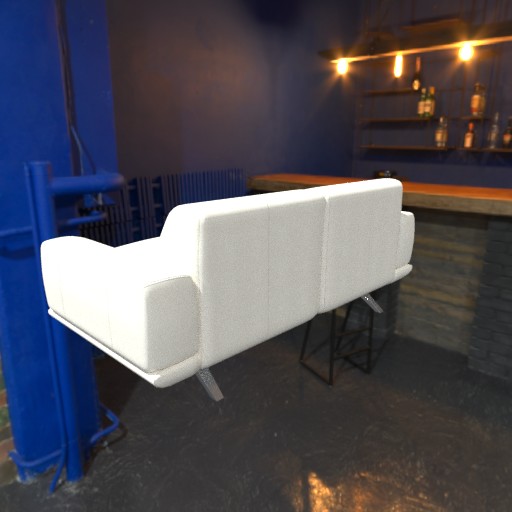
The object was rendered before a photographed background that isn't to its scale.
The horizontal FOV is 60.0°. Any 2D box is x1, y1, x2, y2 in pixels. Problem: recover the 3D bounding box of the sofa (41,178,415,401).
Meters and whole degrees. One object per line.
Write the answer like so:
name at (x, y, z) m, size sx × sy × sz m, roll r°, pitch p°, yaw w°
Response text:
sofa at (0.000, 0.000, 2.361) m, size 0.900 × 0.772 × 1.901 m, roll 14°, pitch 21°, yaw 42°
